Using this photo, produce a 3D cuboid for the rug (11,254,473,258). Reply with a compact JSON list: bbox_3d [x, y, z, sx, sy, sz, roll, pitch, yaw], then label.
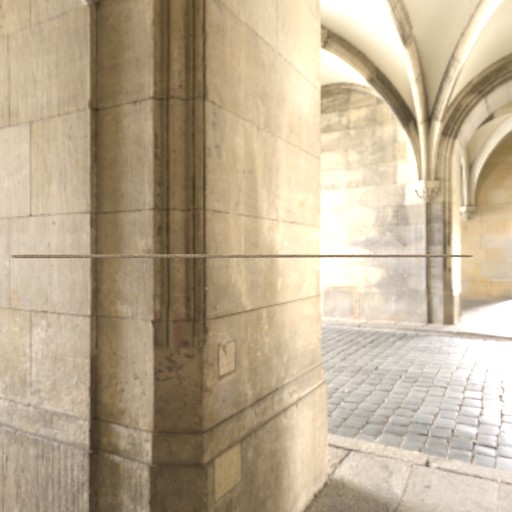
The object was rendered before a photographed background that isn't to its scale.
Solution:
[{"bbox_3d":[0.000,0.000,2.648,2.452,0.017,0.855,0,0,-18],"label":"rug"}]
